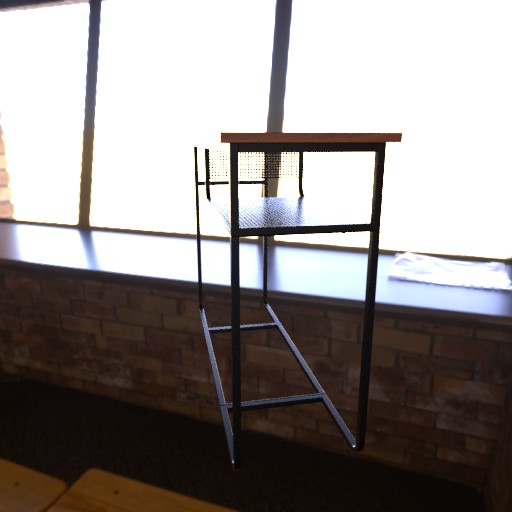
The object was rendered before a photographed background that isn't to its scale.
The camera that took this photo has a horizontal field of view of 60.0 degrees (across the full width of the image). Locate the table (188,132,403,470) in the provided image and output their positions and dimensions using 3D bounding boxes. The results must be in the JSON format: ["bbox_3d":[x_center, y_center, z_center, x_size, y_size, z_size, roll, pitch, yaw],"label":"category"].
[{"bbox_3d":[0.000,0.000,1.429,0.350,0.750,1.100,-3,15,-11],"label":"table"}]
